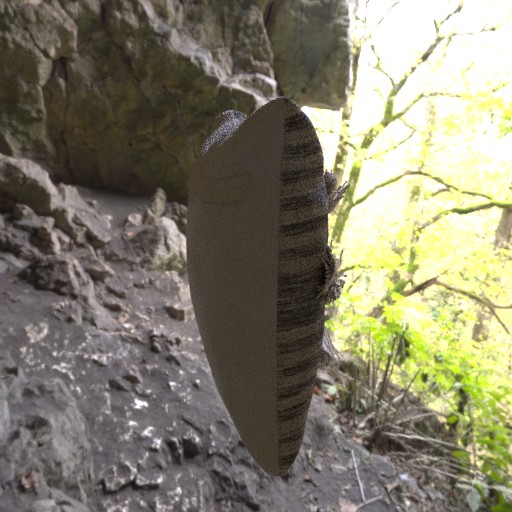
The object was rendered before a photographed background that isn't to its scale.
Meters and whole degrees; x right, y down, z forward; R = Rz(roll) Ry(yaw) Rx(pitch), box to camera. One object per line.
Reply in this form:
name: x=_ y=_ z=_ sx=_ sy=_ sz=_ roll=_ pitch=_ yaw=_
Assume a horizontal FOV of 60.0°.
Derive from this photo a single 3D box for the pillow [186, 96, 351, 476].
pillow: x=0.000 y=0.000 z=0.755 sx=0.234 sy=0.490 sz=0.484 roll=-3 pitch=17 yaw=-9
